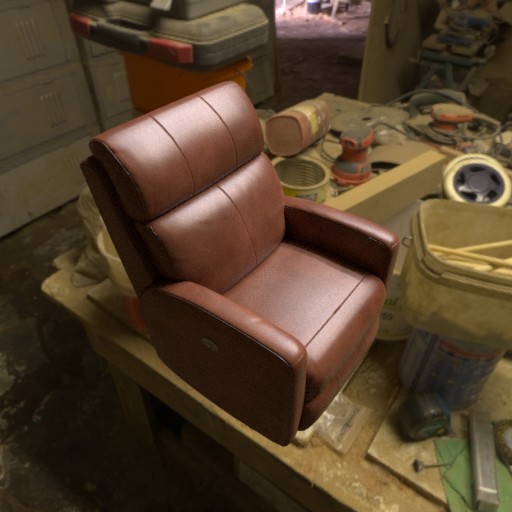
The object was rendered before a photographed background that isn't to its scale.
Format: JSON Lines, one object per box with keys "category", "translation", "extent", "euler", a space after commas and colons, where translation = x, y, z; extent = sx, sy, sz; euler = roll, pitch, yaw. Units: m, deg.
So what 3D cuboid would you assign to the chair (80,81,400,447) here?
{"category": "chair", "translation": [0.000, 0.000, 1.715], "extent": [0.939, 1.016, 0.787], "euler": [26, 47, 28]}
